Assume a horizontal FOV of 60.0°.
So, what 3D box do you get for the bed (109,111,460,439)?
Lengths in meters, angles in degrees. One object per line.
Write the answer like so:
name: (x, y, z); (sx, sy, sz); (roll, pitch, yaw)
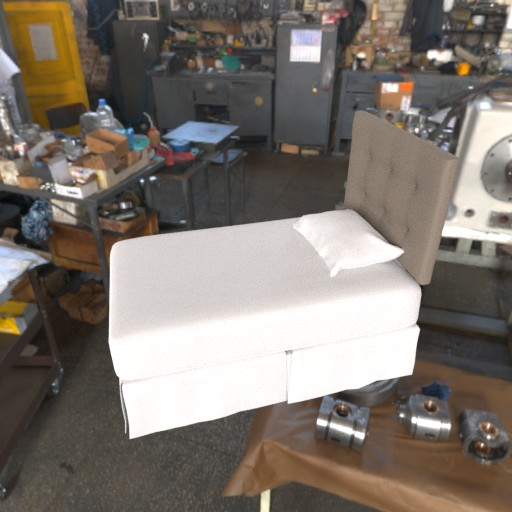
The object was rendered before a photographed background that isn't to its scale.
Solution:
bed: (0.000, 0.000, 3.007); (1.997, 1.571, 1.261); (-8, 32, -13)
